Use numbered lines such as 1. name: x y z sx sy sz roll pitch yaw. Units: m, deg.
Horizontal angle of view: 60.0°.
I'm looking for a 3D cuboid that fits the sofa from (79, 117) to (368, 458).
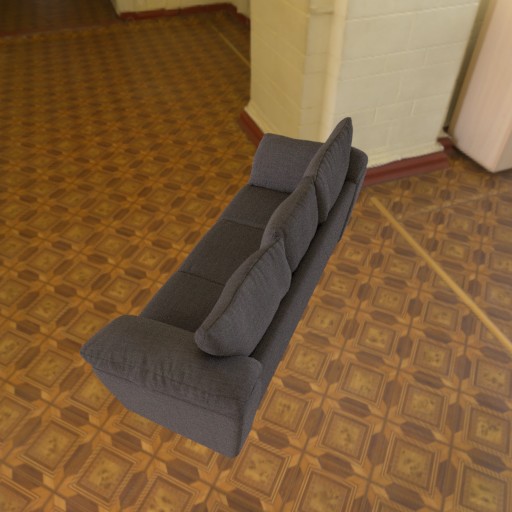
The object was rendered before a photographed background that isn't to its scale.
1. sofa: 0.000 0.000 2.898 0.883 1.080 2.336 17 46 17
